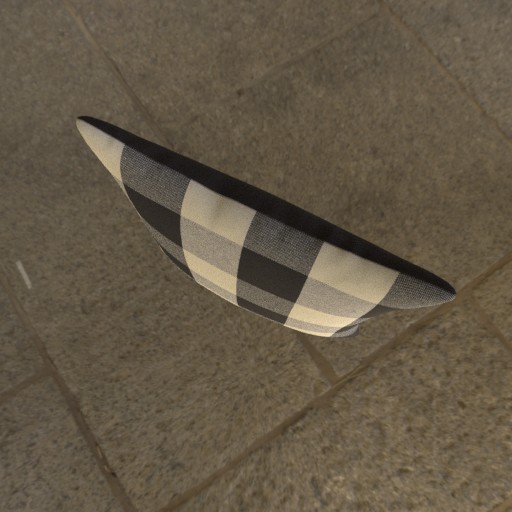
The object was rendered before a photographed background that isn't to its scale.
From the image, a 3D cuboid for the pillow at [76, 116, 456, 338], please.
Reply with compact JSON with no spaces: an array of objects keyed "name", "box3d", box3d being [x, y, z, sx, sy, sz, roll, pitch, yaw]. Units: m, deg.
[{"name":"pillow","box3d":[0.000,0.000,0.776,0.511,0.509,0.161,26,77,7]}]
